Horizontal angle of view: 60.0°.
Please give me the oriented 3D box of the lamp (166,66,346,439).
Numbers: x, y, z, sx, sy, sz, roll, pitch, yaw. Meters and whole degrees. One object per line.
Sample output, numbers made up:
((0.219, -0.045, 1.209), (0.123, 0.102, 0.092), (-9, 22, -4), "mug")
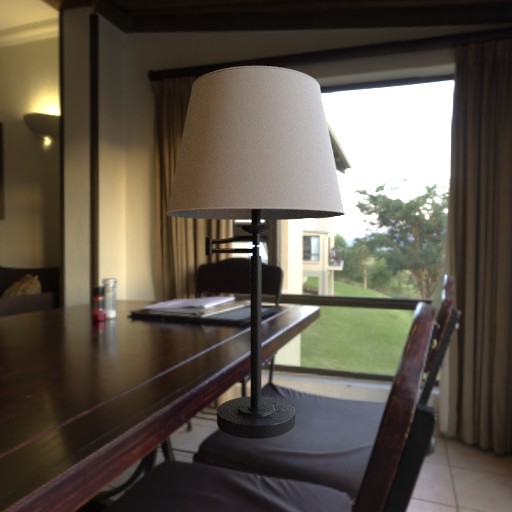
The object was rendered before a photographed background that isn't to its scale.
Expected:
((0.000, 0.000, 0.918), (0.363, 0.696, 0.363), (0, 2, 0), "lamp")
